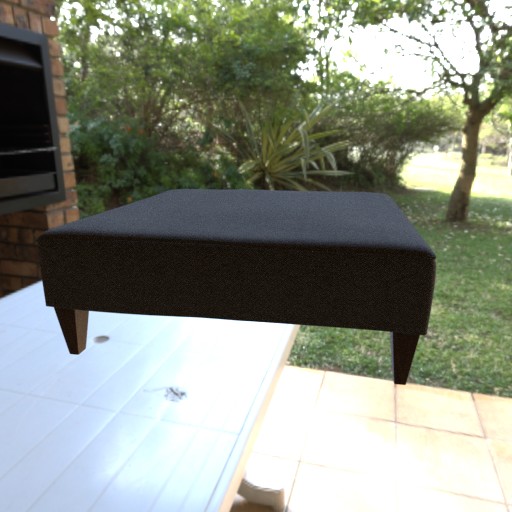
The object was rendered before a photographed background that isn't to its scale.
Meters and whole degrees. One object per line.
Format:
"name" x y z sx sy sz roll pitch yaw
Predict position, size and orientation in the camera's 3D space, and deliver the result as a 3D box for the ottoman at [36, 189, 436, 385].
"ottoman" 0.000 0.000 1.531 0.981 0.378 0.970 3 16 10
